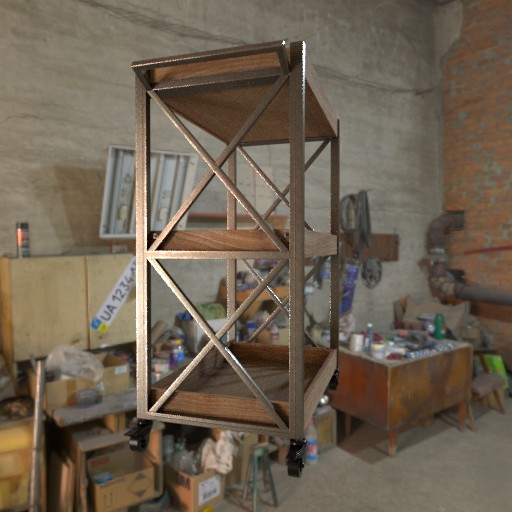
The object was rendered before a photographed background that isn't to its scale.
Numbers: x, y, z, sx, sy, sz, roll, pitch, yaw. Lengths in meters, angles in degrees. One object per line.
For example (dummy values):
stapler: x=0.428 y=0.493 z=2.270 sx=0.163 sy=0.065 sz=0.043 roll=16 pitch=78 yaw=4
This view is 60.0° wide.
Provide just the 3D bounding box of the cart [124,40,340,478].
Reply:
cart: x=0.000 y=0.000 z=1.175 sx=0.377 sy=0.835 sz=0.673 roll=0 pitch=1 yaw=18
